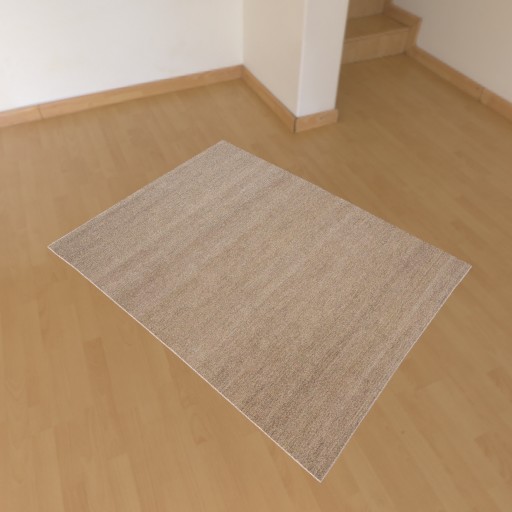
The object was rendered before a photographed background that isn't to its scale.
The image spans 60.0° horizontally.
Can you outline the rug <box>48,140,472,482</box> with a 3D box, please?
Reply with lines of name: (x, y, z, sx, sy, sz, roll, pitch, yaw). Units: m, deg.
rug: (0.000, 0.000, 4.218, 3.245, 0.046, 2.467, 33, 55, 26)
